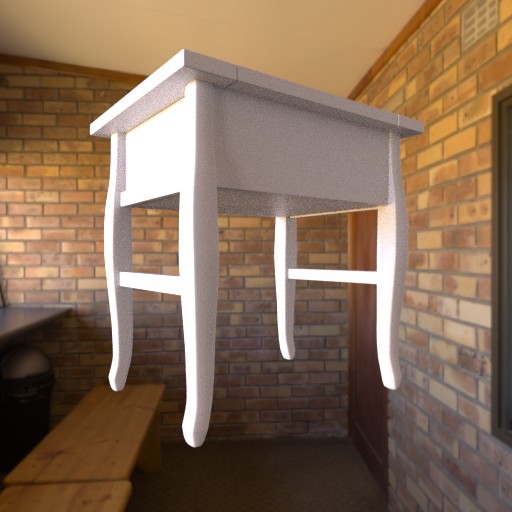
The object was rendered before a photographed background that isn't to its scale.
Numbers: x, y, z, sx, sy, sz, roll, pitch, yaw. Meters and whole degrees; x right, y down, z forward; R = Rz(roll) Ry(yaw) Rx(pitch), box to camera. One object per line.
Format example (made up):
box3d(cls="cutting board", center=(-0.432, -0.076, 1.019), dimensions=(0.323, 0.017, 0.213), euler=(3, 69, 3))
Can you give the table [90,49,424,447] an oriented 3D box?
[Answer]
box3d(cls="table", center=(0.000, 0.000, 1.002), dimensions=(0.599, 0.605, 0.463), euler=(0, 0, -36))
